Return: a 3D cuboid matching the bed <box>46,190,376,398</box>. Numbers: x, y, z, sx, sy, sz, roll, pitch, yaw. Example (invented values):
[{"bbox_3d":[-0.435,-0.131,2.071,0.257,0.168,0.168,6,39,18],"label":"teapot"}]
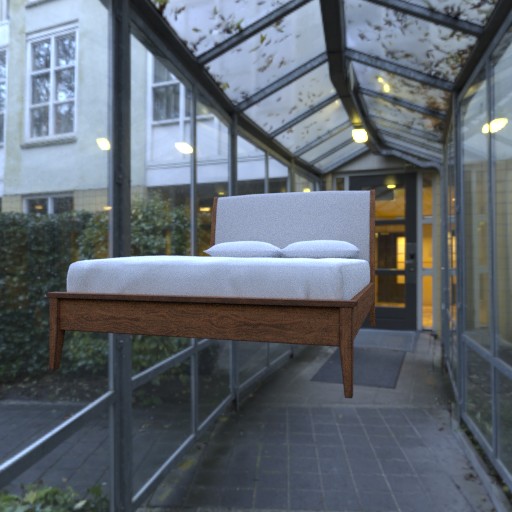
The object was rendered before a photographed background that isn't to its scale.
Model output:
[{"bbox_3d":[0.000,0.000,2.965,1.502,1.135,2.108,0,0,18],"label":"bed"}]
